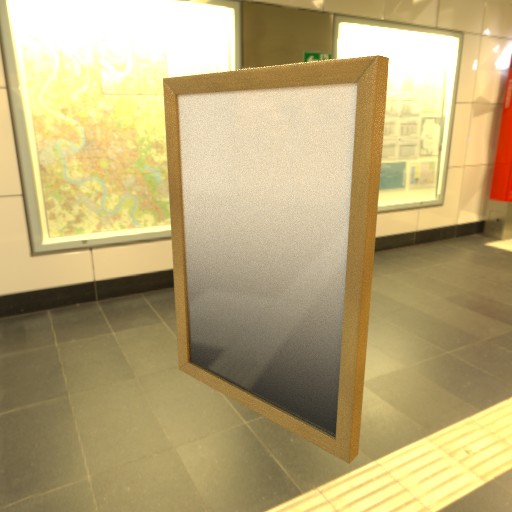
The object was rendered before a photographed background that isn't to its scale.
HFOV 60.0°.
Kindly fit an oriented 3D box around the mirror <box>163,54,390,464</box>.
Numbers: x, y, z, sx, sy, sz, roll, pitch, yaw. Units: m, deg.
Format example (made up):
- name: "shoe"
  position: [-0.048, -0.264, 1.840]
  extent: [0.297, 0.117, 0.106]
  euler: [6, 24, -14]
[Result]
- name: "mirror"
  position: [0.000, 0.000, 0.911]
  extent: [0.507, 0.710, 0.040]
  euler: [14, 22, 40]
